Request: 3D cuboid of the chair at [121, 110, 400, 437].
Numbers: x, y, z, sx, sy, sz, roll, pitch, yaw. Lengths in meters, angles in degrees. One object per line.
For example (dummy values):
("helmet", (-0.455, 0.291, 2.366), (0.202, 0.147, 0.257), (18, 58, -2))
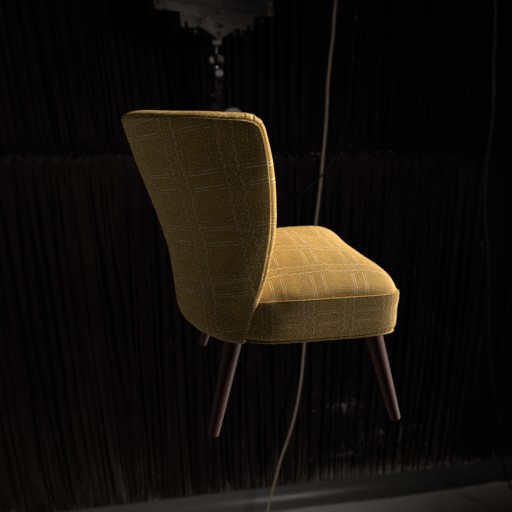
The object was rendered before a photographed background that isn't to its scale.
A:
("chair", (0.000, 0.000, 1.408), (0.758, 0.866, 0.706), (-3, 16, -9))
